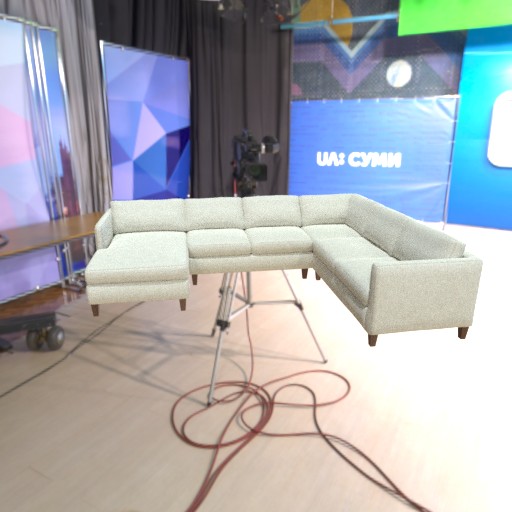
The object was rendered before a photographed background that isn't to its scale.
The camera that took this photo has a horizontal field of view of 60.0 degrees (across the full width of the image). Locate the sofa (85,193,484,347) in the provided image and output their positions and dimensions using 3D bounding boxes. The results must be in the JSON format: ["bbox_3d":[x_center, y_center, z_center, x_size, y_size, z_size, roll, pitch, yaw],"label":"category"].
[{"bbox_3d":[0.000,0.000,4.455,3.238,0.853,2.551,-3,18,-9],"label":"sofa"}]
